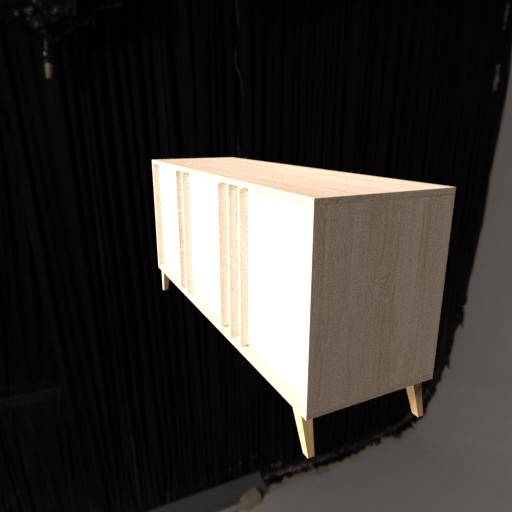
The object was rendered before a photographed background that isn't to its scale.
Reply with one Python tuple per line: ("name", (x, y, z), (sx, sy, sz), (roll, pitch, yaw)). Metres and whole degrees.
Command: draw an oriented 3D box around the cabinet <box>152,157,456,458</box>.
("cabinet", (0.000, 0.000, 2.019), (0.500, 0.780, 1.649), (-8, 18, -25))
